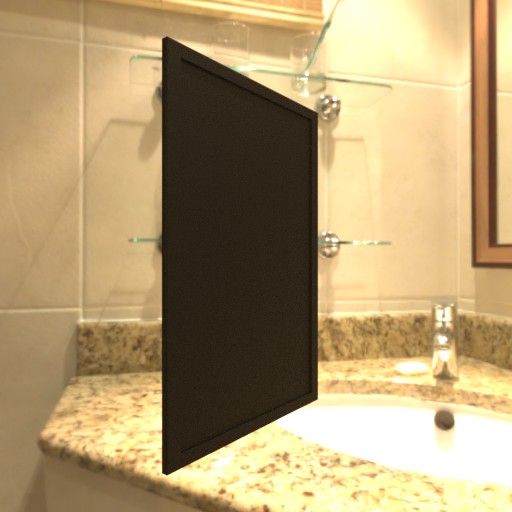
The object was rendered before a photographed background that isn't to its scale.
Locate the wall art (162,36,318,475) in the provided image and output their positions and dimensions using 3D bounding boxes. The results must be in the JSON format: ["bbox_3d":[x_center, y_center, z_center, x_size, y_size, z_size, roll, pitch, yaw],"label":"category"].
[{"bbox_3d":[0.000,0.000,0.848,0.012,0.661,0.451,0,0,38],"label":"wall art"}]
